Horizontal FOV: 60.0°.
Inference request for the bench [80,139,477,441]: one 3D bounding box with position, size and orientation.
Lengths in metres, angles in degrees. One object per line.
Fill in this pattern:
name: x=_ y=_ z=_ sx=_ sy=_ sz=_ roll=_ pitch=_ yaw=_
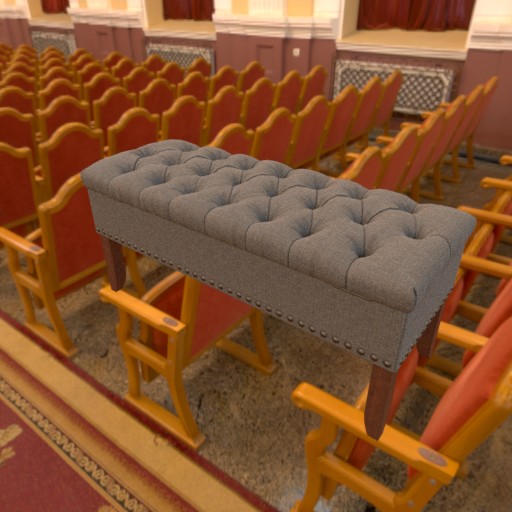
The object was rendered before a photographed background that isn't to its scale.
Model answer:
bench: x=0.000 y=0.000 z=1.315 sx=1.052 sy=0.470 sz=0.417 roll=22 pitch=37 yaw=32
